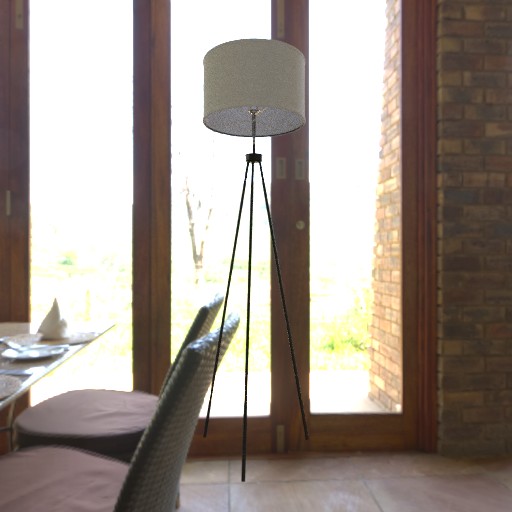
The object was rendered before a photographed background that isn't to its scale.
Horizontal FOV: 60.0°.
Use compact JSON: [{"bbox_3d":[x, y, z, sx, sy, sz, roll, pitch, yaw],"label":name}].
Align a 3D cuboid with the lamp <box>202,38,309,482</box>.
[{"bbox_3d":[0.000,0.000,1.743,0.448,1.545,0.458,0,0,-1],"label":"lamp"}]
